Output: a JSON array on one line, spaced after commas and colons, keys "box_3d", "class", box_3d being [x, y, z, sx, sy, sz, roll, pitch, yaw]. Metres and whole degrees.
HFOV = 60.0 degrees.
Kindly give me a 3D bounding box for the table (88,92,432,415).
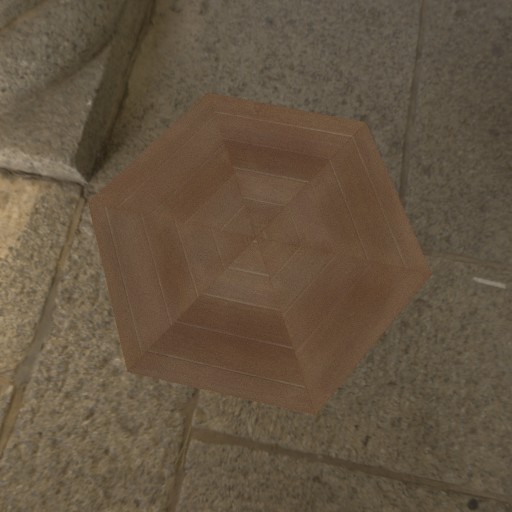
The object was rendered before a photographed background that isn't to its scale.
[{"box_3d": [0.000, 0.000, 1.670, 1.000, 0.456, 1.154, -17, 75, -5], "class": "table"}]
